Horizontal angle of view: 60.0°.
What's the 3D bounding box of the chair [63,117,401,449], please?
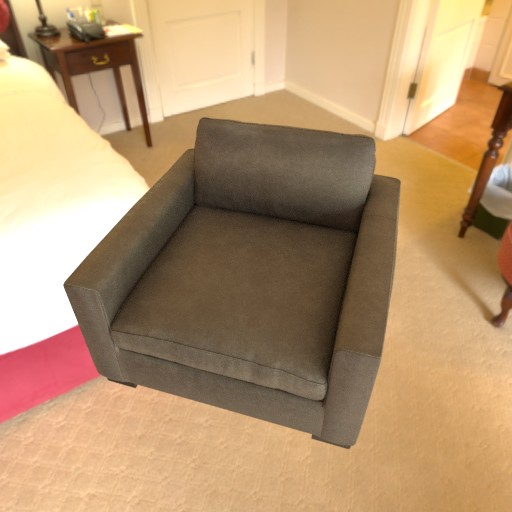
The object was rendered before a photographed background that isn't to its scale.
[{"bbox_3d":[0.000,0.000,1.850,1.106,0.807,1.080,11,41,13],"label":"chair"}]
